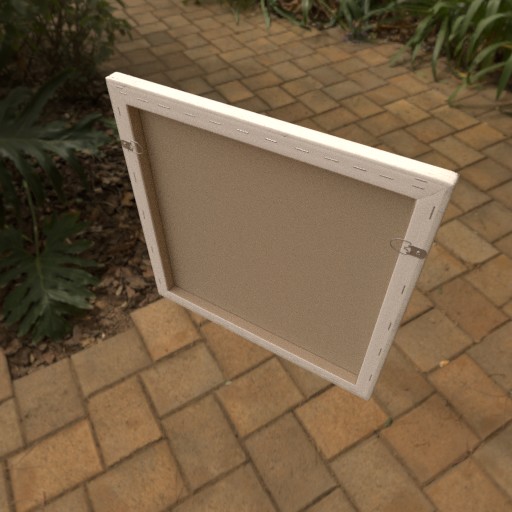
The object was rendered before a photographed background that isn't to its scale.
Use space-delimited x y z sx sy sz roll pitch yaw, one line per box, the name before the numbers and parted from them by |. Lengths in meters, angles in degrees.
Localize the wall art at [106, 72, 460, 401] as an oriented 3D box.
wall art | 0.000 0.000 1.126 0.762 0.762 0.038 23 50 21
